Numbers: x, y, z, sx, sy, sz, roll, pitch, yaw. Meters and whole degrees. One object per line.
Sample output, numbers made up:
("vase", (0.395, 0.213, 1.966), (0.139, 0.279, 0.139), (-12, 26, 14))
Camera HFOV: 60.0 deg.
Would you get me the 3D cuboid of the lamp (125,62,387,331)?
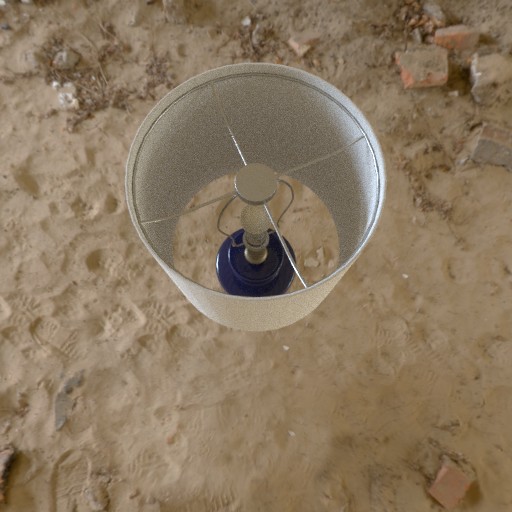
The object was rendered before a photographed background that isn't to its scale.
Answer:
("lamp", (0.000, 0.000, 0.595), (0.212, 0.493, 0.212), (-22, 75, -6))
